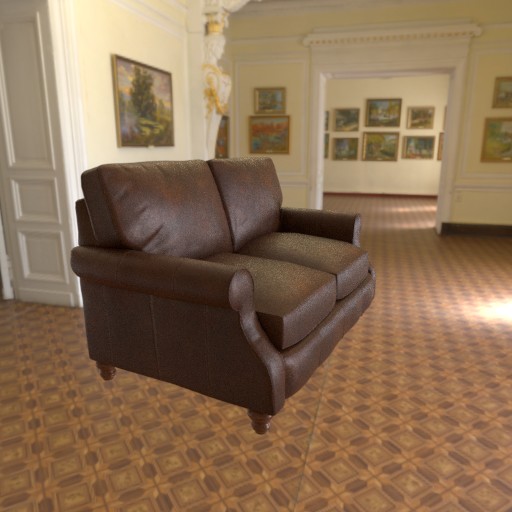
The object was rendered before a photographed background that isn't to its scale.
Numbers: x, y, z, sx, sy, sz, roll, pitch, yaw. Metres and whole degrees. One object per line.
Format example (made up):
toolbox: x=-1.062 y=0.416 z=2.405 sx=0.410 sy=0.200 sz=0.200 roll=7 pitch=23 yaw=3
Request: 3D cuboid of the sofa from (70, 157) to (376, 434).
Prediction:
sofa: x=0.000 y=0.000 z=2.295 sx=0.990 sy=0.976 sz=1.616 roll=7 pitch=16 yaw=27
